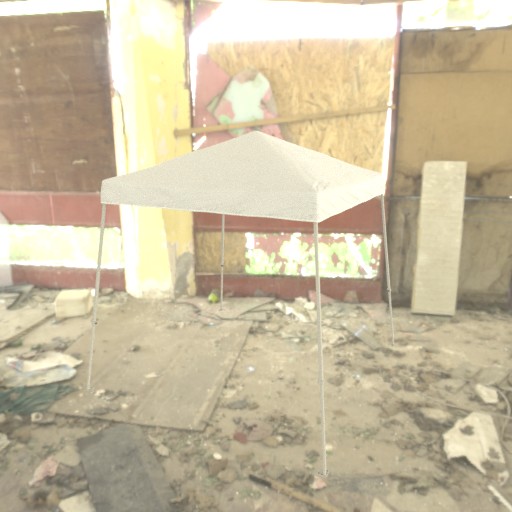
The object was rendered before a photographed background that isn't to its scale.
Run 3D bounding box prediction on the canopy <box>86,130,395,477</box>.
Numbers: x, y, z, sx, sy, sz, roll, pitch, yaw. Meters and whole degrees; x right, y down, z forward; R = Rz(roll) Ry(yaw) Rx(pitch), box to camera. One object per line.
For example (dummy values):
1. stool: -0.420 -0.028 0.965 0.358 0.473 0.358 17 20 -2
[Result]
1. canopy: 0.000 0.000 6.612 3.599 3.600 3.600 8 16 27
